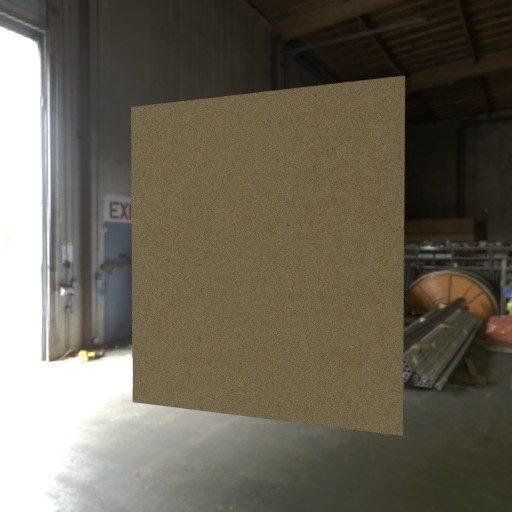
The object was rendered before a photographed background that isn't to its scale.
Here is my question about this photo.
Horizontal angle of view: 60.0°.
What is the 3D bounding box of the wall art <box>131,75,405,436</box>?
[{"bbox_3d":[0.000,0.000,1.192,0.755,0.863,0.028,0,1,18],"label":"wall art"}]
